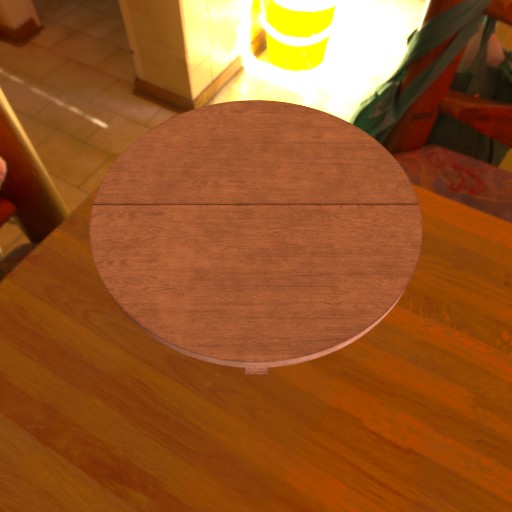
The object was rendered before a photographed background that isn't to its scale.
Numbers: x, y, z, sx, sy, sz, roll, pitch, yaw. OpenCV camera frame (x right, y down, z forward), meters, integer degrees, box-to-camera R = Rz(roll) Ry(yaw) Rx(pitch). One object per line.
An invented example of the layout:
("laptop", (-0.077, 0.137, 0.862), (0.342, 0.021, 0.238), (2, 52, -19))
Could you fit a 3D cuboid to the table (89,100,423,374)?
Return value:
("table", (0.000, 0.000, 2.172), (1.363, 0.781, 1.363), (0, 57, 0))
